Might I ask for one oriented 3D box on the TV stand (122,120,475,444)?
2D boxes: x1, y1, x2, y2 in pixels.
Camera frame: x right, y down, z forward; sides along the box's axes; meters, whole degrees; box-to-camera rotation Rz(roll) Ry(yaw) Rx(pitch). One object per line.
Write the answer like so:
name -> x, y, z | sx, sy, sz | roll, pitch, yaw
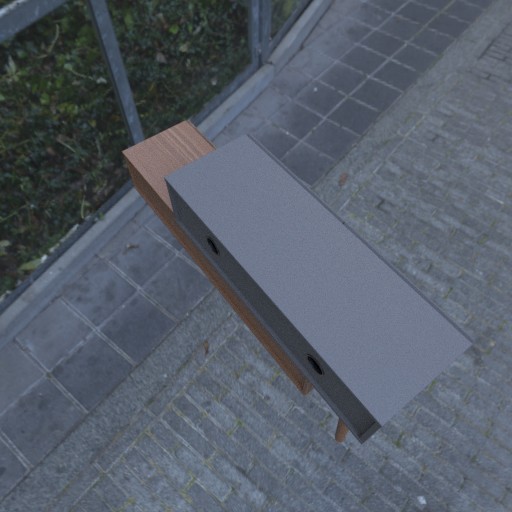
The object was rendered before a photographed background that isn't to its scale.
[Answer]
TV stand -> 0.000, 0.000, 1.556 | 0.329, 0.591, 1.336 | -33, 63, -19
